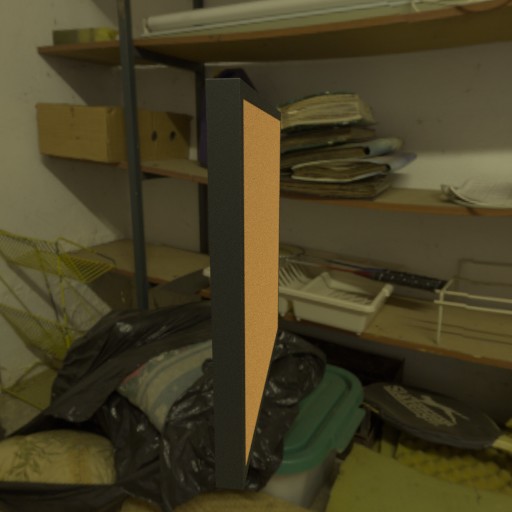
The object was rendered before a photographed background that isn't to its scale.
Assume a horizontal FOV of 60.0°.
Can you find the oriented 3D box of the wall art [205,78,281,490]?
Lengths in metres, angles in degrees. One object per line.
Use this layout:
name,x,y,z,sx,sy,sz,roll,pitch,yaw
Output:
wall art,0.000,0.000,0.765,0.037,0.506,0.506,2,14,8
